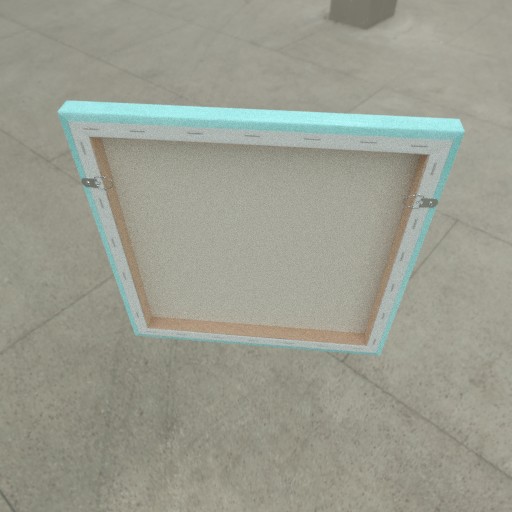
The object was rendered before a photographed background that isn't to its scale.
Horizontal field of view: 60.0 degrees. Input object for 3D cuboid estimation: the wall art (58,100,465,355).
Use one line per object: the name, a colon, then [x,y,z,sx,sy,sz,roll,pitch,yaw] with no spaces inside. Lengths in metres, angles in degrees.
wall art: [0.000,0.000,1.115,0.765,0.766,0.054,4,46,4]
